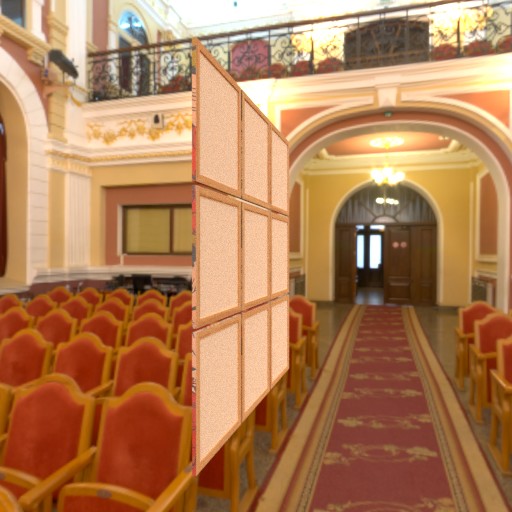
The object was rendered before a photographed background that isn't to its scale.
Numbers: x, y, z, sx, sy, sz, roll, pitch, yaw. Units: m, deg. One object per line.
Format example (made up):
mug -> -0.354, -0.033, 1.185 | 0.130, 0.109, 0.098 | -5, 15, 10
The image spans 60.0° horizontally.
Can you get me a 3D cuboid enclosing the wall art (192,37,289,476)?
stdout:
wall art -> 0.000, 0.000, 1.808 | 0.013, 1.218, 1.206 | 0, 0, 17
